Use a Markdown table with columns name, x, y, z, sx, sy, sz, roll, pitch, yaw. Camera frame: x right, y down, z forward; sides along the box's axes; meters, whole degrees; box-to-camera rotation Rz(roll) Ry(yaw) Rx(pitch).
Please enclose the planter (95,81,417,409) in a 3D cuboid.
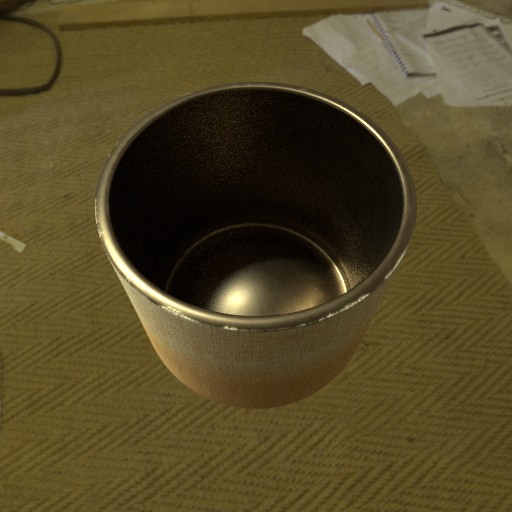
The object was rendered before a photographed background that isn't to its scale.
| name | x | y | z | sx | sy | sz | roll | pitch | yaw |
| --- | --- | --- | --- | --- | --- | --- | --- | --- | --- |
| planter | 0.000 | 0.000 | 0.440 | 0.254 | 0.221 | 0.254 | 0 | 58 | 0 |
